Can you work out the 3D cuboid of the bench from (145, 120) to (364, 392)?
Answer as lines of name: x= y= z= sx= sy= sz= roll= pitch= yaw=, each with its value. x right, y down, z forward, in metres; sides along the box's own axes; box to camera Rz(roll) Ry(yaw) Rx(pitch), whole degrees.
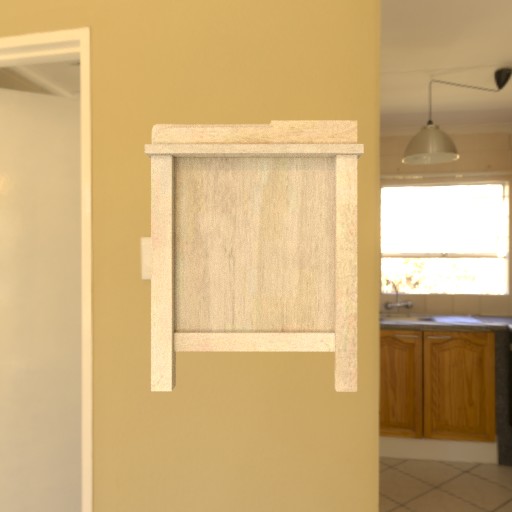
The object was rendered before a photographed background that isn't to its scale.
bench: x=0.000 y=0.000 z=1.375 sx=0.398 sy=0.501 sz=1.140 roll=0 pitch=0 yaw=0
